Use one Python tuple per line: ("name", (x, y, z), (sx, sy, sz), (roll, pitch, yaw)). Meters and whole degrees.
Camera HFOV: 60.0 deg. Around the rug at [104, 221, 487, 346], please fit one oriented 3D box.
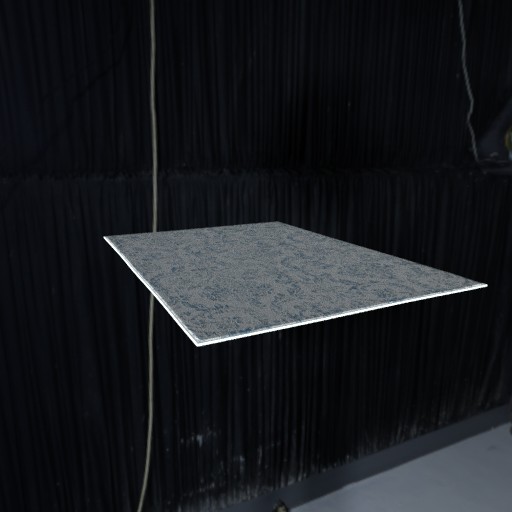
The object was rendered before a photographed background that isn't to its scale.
("rug", (0.000, 0.000, 2.902), (1.586, 0.014, 2.197), (-7, 16, -26))
